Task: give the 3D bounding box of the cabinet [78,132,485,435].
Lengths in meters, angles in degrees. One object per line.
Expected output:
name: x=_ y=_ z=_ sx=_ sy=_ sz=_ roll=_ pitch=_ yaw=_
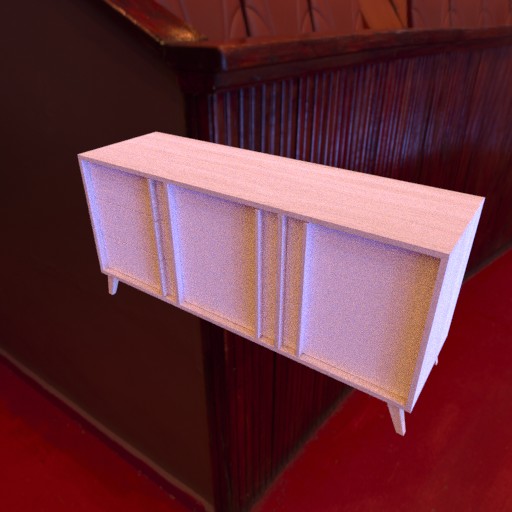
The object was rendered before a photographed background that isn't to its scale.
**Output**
cabinet: x=0.000 y=0.000 z=2.009 sx=1.649 sy=0.780 sz=0.500 roll=19 pitch=35 yaw=29
